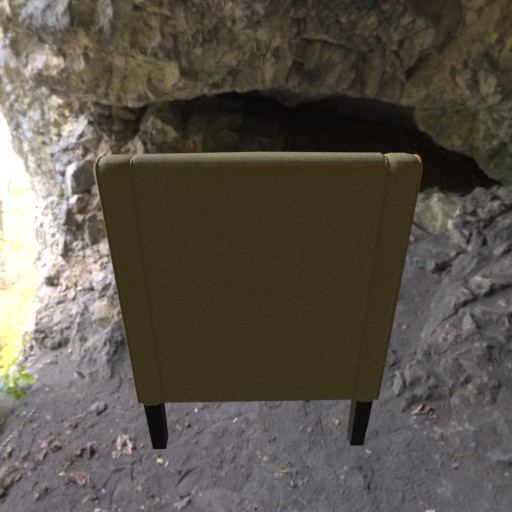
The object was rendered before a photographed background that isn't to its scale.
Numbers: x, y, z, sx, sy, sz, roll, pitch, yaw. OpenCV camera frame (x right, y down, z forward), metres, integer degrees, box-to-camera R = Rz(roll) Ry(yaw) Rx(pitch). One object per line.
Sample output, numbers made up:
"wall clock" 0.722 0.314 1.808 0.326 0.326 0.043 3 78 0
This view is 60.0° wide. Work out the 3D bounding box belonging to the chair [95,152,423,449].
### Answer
"chair" 0.000 0.000 1.458 0.696 0.896 0.814 -1 30 -1
